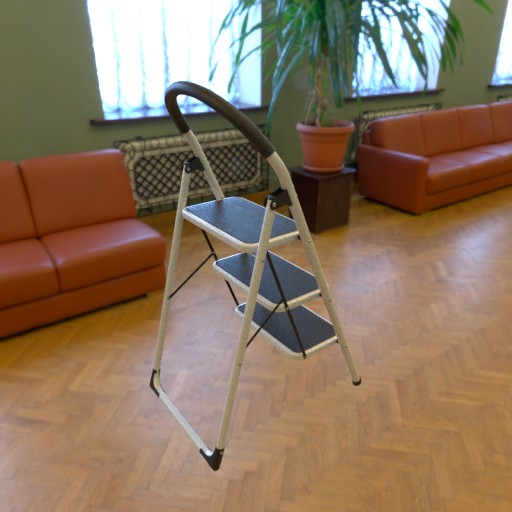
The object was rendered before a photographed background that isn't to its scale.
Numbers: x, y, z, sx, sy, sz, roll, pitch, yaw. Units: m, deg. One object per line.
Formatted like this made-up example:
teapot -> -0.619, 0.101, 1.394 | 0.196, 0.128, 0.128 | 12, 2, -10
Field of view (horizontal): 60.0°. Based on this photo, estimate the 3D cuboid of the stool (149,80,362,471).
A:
stool -> 0.000, 0.000, 1.479 | 0.676, 1.109, 0.485 | -18, 31, -32
